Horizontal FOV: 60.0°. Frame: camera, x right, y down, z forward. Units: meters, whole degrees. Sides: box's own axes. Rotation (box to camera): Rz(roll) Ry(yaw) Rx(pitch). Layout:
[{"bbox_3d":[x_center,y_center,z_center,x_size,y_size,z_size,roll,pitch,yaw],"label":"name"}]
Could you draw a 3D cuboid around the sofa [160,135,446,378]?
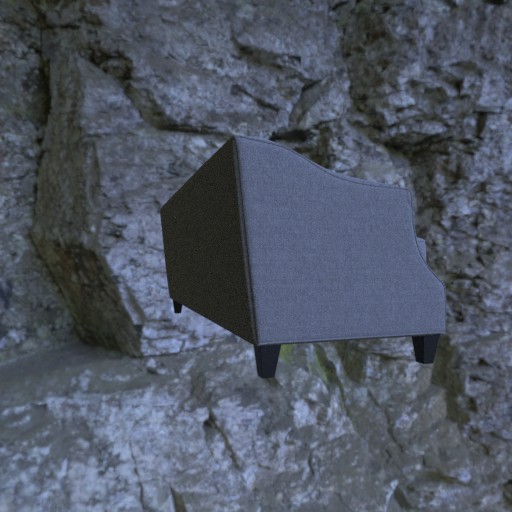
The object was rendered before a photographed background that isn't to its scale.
[{"bbox_3d":[0.000,0.000,2.709,0.914,0.901,2.235,0,-1,-19],"label":"sofa"}]
